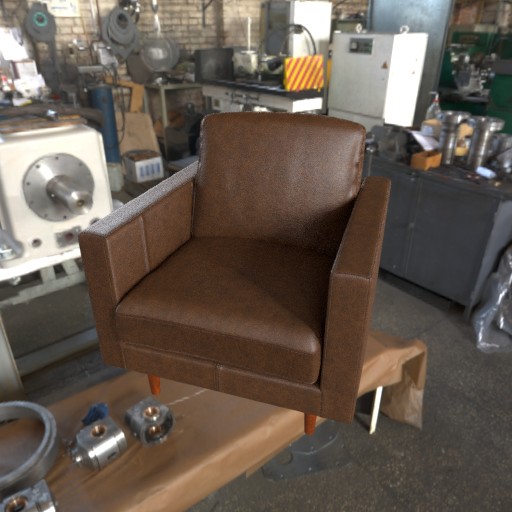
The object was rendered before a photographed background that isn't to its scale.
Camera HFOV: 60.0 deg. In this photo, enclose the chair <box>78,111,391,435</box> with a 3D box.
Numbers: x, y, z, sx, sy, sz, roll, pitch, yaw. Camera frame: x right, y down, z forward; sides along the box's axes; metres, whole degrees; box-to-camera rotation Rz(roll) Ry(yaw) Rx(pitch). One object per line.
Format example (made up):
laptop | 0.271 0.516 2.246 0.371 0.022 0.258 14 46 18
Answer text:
chair | 0.000 0.000 1.676 0.890 0.956 0.909 9 29 16
